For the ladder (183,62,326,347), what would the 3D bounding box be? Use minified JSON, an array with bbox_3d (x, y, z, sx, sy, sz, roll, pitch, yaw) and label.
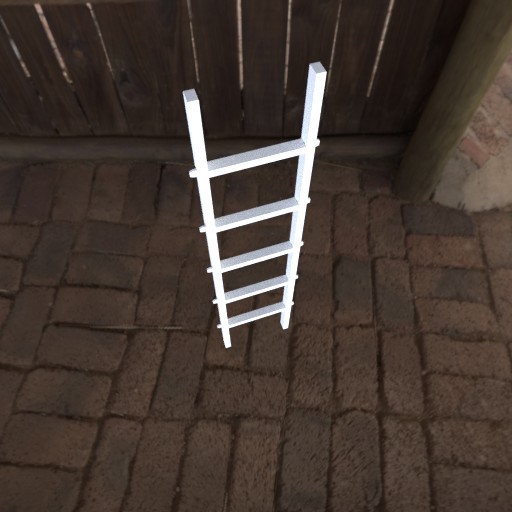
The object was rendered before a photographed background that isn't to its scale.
[{"bbox_3d":[0.000,0.000,1.981,0.452,1.797,0.051,-16,59,-10],"label":"ladder"}]
